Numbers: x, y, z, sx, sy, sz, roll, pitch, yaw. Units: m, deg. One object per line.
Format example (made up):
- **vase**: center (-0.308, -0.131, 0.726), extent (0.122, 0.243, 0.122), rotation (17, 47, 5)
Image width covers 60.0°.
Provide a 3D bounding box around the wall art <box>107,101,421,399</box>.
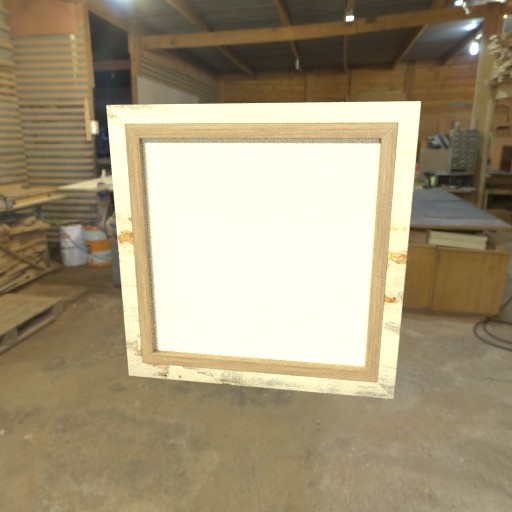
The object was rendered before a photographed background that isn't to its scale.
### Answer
- **wall art**: center (0.000, 0.000, 1.564), extent (1.015, 1.018, 0.040), rotation (2, 15, 9)
